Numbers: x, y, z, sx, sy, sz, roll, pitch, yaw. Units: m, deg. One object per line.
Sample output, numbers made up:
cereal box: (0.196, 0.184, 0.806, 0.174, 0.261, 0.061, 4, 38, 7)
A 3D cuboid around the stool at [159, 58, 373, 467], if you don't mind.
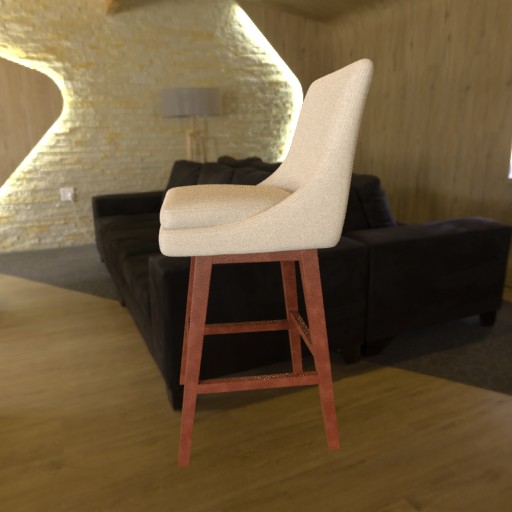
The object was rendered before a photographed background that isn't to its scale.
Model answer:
stool: (0.000, 0.000, 1.378, 0.559, 1.092, 0.470, -2, 15, -8)
